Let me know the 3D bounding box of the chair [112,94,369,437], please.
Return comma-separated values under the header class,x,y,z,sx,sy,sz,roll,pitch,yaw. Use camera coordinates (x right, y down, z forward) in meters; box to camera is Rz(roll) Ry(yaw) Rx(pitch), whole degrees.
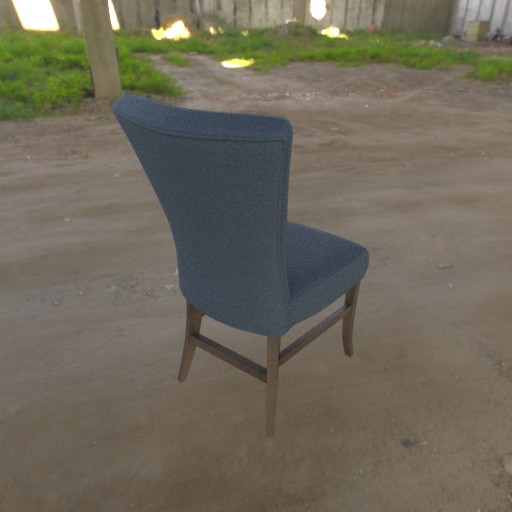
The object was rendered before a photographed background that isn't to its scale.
class,x,y,z,sx,sy,sz,roll,pitch,yaw
chair,0.000,0.000,1.400,0.520,0.991,0.660,20,35,31
